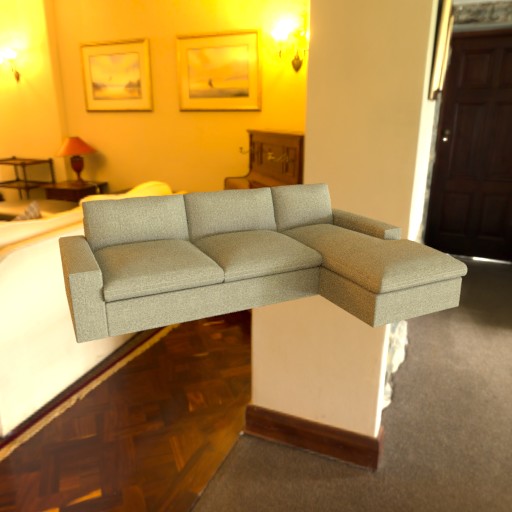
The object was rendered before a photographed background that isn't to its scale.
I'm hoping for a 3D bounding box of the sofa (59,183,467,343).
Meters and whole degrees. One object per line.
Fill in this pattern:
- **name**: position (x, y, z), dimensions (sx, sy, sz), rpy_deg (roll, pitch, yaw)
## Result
- **sofa**: position (0.000, 0.000, 3.445), dimensions (2.718, 0.813, 1.689), rpy_deg (-8, 19, -25)
